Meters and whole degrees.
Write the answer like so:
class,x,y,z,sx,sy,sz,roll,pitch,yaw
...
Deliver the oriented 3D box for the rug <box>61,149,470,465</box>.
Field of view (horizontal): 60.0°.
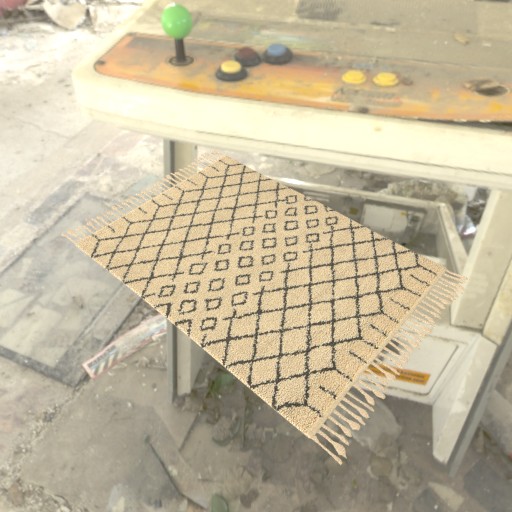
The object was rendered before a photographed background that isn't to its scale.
class,x,y,z,sx,sy,sz,roll,pitch,yaw
rug,0.000,0.000,3.276,2.615,0.029,1.664,32,54,28
